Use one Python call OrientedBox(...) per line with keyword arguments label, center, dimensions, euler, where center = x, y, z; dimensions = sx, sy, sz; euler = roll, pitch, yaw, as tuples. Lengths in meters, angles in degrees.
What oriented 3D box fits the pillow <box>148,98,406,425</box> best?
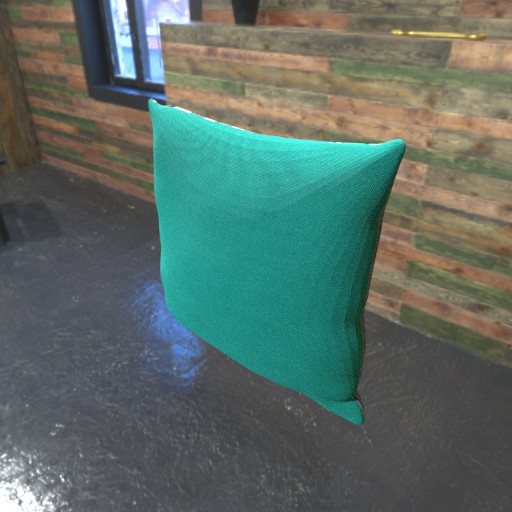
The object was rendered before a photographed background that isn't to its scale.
OrientedBox(label="pillow", center=(0.000, 0.000, 0.700), dimensions=(0.440, 0.441, 0.182), euler=(22, 37, 33))
